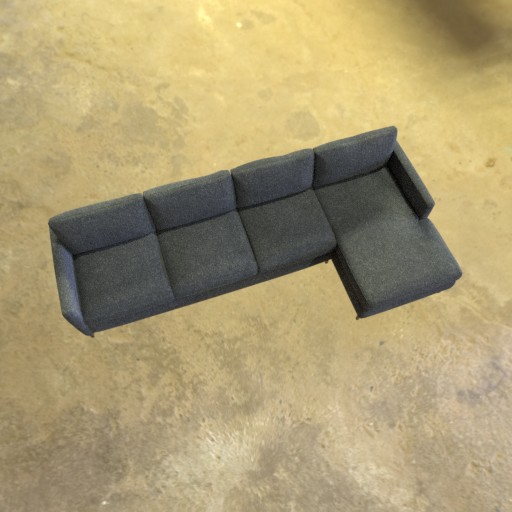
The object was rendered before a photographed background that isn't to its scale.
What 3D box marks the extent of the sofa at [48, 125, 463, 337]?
[{"bbox_3d":[0.000,0.000,3.453,2.932,0.810,1.350,-17,65,-8],"label":"sofa"}]
